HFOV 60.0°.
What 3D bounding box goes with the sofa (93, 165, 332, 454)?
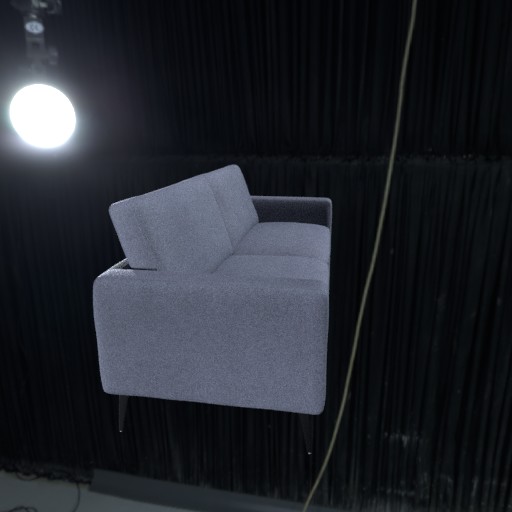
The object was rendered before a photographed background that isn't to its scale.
[{"bbox_3d":[0.000,0.000,2.321,0.774,0.828,1.925,3,16,9],"label":"sofa"}]
